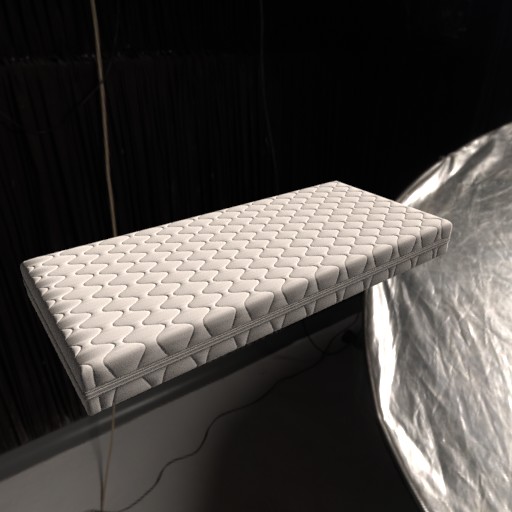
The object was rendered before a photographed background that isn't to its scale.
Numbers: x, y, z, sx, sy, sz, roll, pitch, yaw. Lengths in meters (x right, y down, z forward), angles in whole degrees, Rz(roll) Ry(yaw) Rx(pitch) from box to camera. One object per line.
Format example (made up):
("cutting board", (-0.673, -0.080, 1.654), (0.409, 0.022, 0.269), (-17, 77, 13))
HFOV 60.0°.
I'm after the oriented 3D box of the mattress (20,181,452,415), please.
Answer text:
("mattress", (0.000, 0.000, 2.234), (2.000, 0.200, 0.900), (-19, 33, -31))
